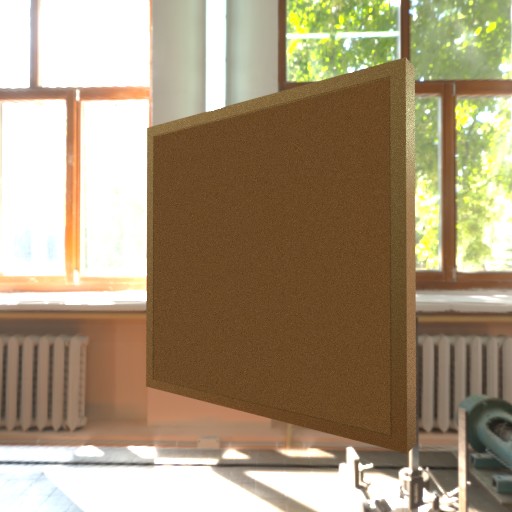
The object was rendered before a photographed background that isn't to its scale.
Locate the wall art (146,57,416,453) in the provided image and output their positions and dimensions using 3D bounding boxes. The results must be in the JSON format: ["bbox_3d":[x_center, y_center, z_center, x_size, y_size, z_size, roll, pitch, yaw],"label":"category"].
[{"bbox_3d":[0.000,0.000,1.856,1.284,1.284,0.095,0,-1,37],"label":"wall art"}]
